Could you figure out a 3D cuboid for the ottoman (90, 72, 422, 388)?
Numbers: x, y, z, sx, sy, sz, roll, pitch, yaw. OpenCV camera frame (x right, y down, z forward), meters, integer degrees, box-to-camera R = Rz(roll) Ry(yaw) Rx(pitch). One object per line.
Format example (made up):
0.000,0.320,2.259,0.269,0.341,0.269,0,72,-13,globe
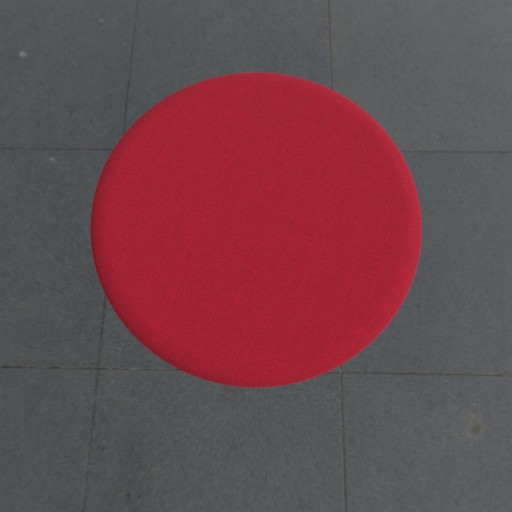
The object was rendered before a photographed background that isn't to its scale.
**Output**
0.000,0.000,0.714,0.400,0.406,0.400,0,75,0,ottoman
